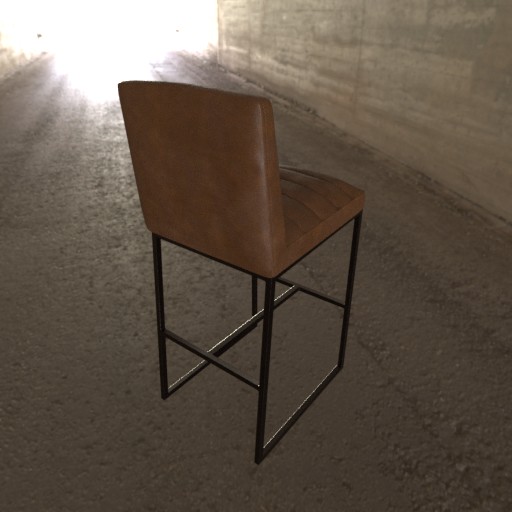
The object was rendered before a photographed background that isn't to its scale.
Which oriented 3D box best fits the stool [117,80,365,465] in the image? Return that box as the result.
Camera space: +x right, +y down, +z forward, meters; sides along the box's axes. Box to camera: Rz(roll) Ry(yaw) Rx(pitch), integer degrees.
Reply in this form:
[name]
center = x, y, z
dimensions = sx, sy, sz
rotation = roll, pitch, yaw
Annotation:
[stool]
center = 0.000, 0.000, 1.388
dimensions = 0.463, 1.065, 0.562
rotation = 20, 35, 33
